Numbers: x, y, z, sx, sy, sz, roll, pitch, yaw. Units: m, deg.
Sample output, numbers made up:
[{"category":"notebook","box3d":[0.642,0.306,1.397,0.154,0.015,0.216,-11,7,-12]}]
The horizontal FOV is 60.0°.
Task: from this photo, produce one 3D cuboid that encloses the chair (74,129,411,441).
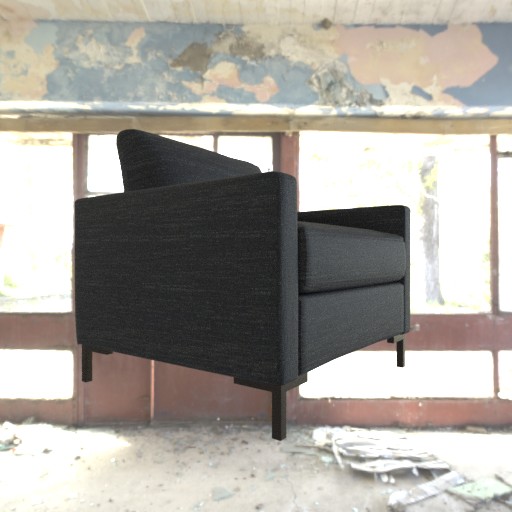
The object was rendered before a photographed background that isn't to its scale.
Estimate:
[{"category":"chair","box3d":[0.000,0.000,1.619,0.866,0.861,0.963,0,0,37]}]
